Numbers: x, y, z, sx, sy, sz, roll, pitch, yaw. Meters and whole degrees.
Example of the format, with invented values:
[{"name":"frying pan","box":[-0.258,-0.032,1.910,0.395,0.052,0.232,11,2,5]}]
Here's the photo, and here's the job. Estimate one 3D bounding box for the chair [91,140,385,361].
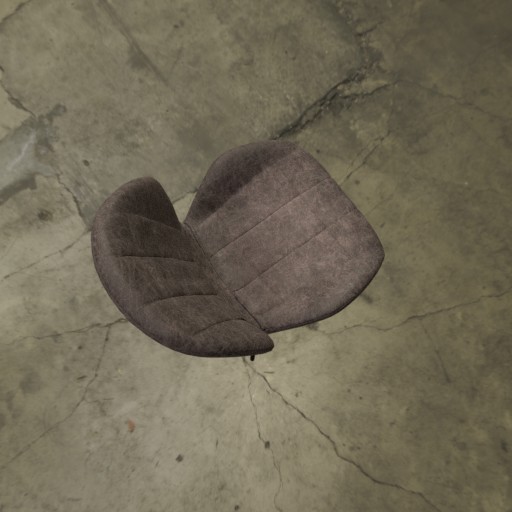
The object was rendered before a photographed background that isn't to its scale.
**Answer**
[{"name":"chair","box":[0.000,0.000,1.263,0.640,0.934,0.527,-35,78,-8]}]
